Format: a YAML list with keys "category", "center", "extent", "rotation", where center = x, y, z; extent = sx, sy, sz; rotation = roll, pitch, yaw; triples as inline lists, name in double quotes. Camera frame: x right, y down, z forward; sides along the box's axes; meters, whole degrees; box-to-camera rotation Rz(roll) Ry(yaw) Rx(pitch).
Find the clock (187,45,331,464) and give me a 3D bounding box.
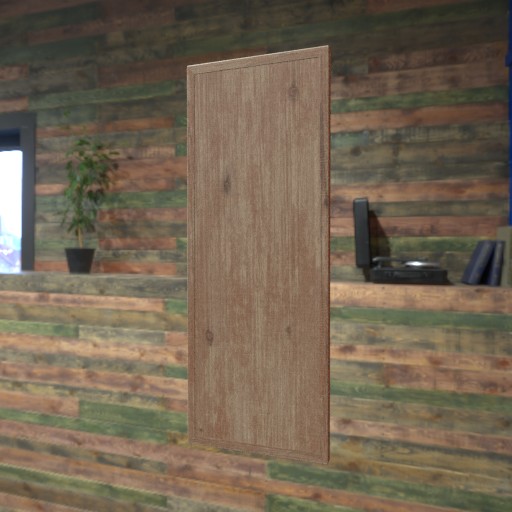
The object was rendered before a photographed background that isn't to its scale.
- category: "clock"
  center: [0.000, 0.000, 1.091]
  extent: [0.361, 0.965, 0.030]
  rotation: [0, 1, 18]
